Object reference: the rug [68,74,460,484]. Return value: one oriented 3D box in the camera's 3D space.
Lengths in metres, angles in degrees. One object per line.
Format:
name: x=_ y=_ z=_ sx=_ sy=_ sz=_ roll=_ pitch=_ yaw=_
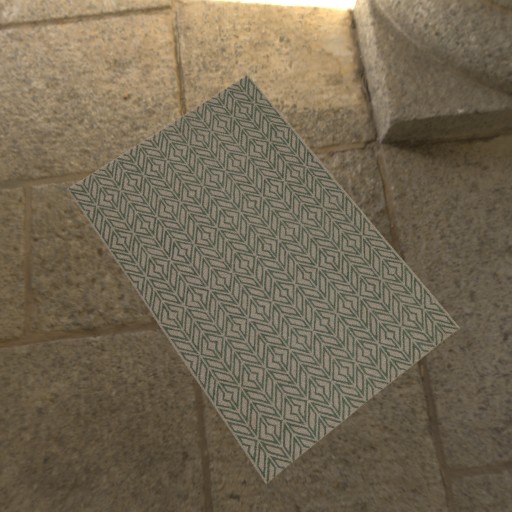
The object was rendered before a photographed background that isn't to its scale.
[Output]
rug: x=0.000 y=0.000 z=2.332 sx=1.220 sy=0.007 sz=1.828 roll=-35 pitch=79 yaw=-8
